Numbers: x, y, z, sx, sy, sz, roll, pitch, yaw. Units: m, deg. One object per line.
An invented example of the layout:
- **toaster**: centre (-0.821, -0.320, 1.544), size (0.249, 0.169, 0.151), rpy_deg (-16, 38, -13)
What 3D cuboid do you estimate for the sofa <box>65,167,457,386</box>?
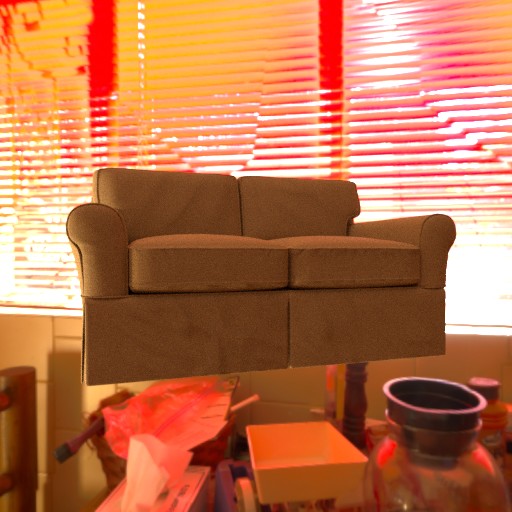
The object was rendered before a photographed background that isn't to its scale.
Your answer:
- **sofa**: centre (0.000, 0.000, 2.282), size (1.727, 0.940, 0.991), rpy_deg (0, 1, -18)
